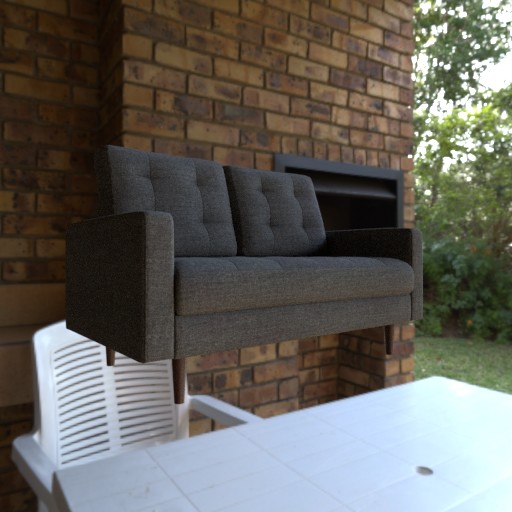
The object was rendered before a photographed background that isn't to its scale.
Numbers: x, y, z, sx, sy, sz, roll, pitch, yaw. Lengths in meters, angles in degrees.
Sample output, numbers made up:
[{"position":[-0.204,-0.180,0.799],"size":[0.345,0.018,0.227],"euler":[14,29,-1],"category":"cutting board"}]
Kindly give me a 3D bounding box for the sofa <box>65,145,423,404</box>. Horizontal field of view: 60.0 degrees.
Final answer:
[{"position":[0.000,0.000,1.956],"size":[1.407,0.907,0.842],"euler":[0,0,-38],"category":"sofa"}]
